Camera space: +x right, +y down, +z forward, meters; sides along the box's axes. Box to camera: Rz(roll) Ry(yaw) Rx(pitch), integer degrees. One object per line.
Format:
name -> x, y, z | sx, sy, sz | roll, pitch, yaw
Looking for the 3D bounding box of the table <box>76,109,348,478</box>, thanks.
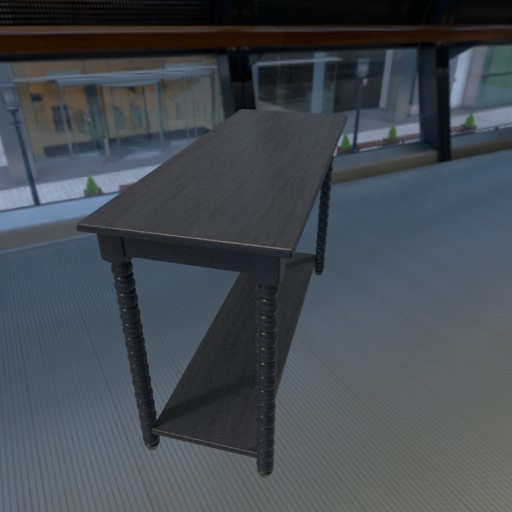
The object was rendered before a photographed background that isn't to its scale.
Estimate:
table -> 0.000, 0.000, 1.525 | 0.459, 0.735, 1.184 | 7, 30, 13
